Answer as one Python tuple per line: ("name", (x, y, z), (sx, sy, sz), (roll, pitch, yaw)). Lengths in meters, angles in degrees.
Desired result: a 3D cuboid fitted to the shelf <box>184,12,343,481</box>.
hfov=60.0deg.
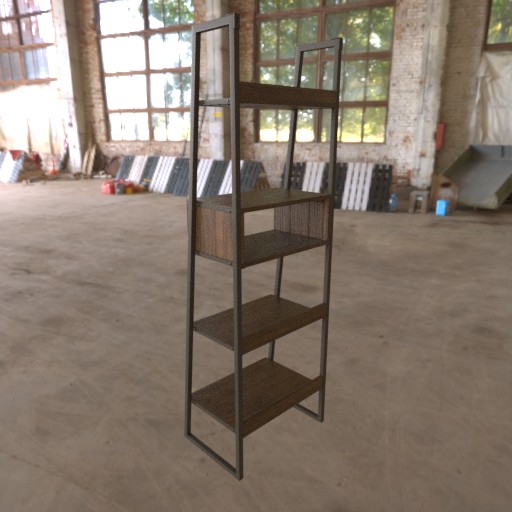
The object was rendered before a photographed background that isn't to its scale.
("shelf", (0.000, 0.000, 2.204), (0.652, 2.005, 0.454), (-15, 22, -42))
